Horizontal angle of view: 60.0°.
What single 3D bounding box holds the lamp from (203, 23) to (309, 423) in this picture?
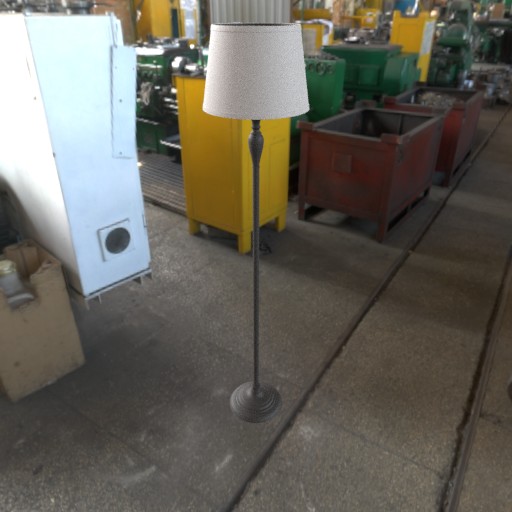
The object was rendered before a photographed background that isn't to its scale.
[{"bbox_3d":[0.000,0.000,1.625,0.327,1.506,0.327,0,30,-1],"label":"lamp"}]
